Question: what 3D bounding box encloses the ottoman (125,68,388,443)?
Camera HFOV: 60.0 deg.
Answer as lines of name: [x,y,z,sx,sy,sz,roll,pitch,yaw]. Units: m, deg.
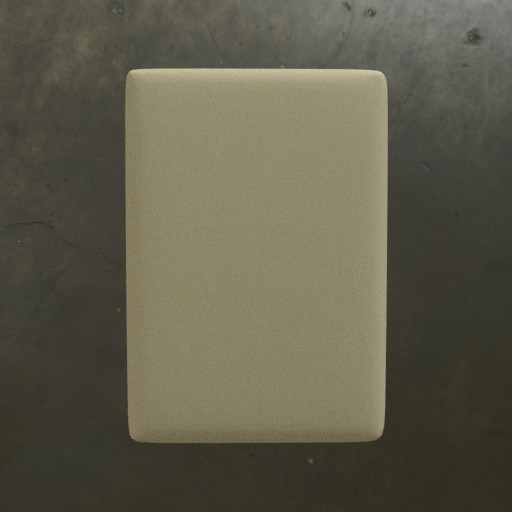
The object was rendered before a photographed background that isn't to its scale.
ottoman: [0.000,0.000,1.175,0.581,0.497,0.835,0,91,-1]
